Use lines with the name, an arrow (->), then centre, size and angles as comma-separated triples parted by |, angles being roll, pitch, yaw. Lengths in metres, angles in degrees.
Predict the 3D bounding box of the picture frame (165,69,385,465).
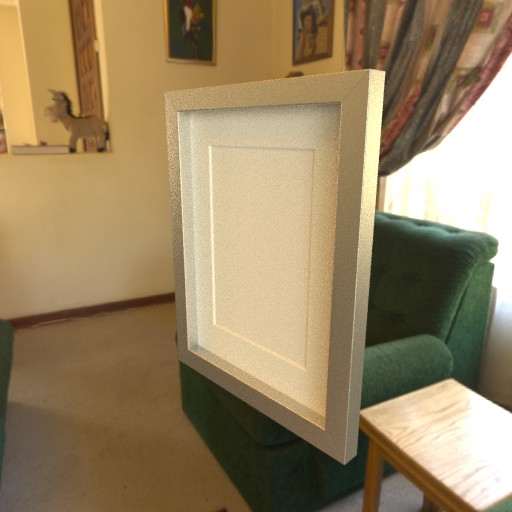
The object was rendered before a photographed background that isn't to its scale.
picture frame -> 0.000, 0.000, 0.531 | 0.036, 0.386, 0.307 | -14, 21, -42
